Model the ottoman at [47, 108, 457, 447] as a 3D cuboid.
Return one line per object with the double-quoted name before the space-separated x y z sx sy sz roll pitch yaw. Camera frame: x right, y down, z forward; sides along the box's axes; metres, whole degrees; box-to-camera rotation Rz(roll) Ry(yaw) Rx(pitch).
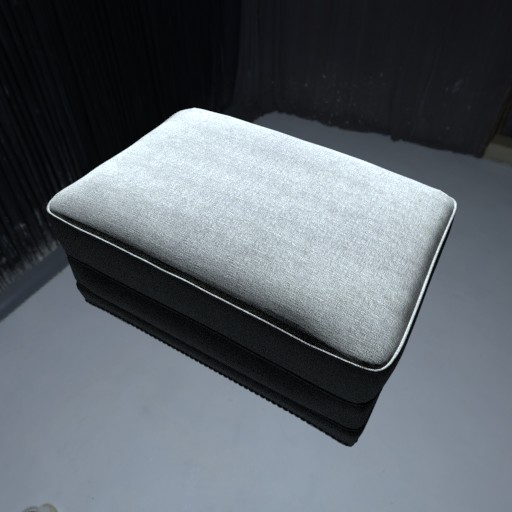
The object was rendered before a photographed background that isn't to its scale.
"ottoman" 0.000 0.000 1.121 0.813 0.457 0.561 23 50 21
